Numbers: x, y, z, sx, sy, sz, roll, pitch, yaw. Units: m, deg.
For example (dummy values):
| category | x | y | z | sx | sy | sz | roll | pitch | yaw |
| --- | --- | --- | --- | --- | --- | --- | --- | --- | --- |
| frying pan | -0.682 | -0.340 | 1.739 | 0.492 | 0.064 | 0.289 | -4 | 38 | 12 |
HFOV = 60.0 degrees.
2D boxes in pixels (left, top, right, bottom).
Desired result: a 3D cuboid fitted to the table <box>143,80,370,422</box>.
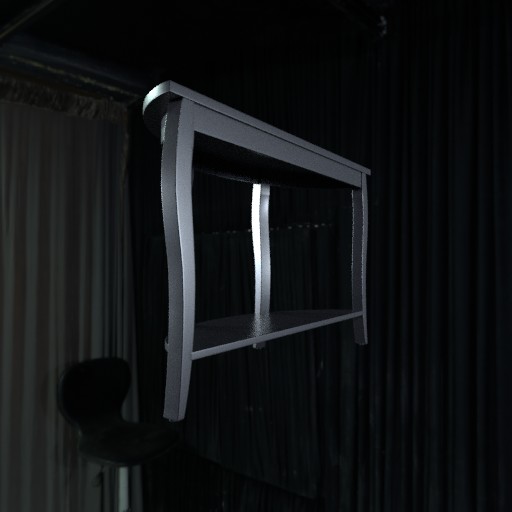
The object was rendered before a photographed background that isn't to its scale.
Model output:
| category | x | y | z | sx | sy | sz | roll | pitch | yaw |
| --- | --- | --- | --- | --- | --- | --- | --- | --- | --- |
| table | 0.000 | 0.000 | 1.603 | 0.394 | 0.780 | 1.219 | 0 | -1 | 35 |
